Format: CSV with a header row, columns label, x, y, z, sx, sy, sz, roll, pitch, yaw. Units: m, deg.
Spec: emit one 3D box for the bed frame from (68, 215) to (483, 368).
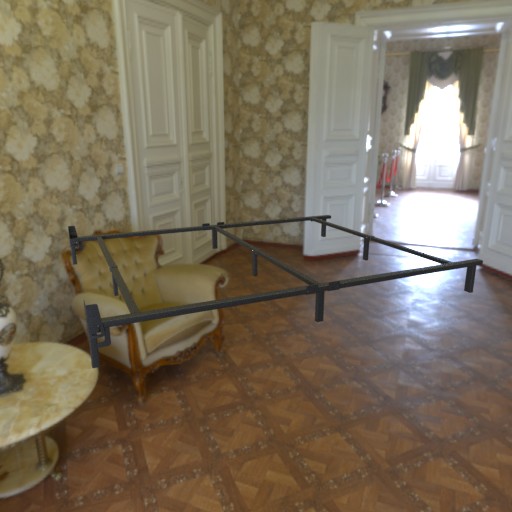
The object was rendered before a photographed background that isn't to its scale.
label,x,y,z,sx,sy,sz,roll,pitch,yaw
bed frame,0.000,0.000,2.635,1.990,0.248,1.498,-7,17,-23
